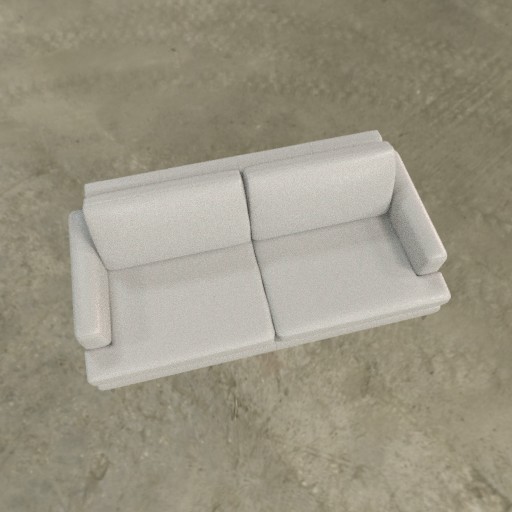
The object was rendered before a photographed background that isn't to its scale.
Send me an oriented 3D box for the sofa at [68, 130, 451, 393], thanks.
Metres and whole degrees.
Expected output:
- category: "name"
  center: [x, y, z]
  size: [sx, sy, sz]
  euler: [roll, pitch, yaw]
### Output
- category: "sofa"
  center: [0.000, 0.000, 2.459]
  size: [1.940, 0.765, 0.974]
  euler: [-12, 64, -6]
